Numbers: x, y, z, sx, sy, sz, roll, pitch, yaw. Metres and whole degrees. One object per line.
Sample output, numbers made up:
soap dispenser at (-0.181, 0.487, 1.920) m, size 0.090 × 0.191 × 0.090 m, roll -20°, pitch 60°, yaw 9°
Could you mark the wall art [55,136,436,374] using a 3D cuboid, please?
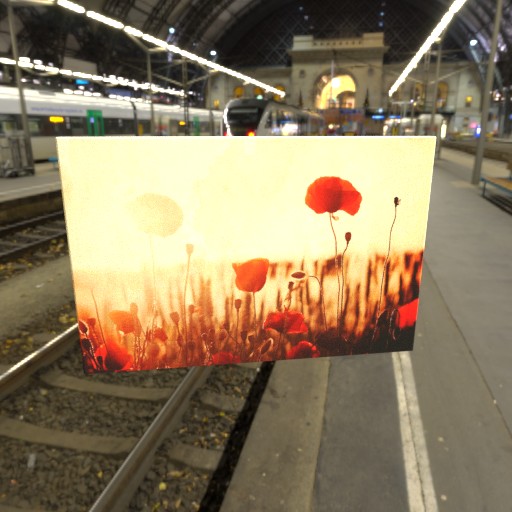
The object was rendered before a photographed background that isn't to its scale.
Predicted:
wall art at (0.000, 0.000, 1.158) m, size 0.918 × 0.602 × 0.038 m, roll -2°, pitch 16°, yaw -8°
